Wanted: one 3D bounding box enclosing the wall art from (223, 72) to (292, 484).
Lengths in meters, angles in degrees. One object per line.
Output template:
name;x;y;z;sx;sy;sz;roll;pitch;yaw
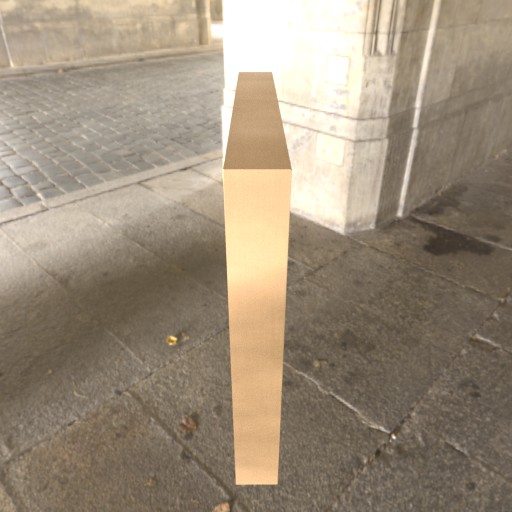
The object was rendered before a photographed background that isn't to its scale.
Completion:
wall art;0.000;0.000;0.455;0.038;0.303;0.305;0;32;0
